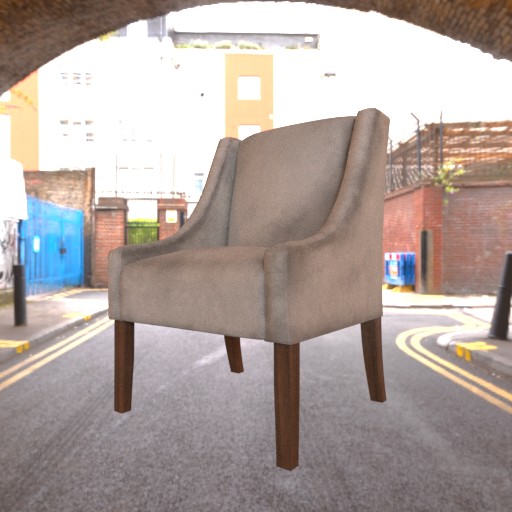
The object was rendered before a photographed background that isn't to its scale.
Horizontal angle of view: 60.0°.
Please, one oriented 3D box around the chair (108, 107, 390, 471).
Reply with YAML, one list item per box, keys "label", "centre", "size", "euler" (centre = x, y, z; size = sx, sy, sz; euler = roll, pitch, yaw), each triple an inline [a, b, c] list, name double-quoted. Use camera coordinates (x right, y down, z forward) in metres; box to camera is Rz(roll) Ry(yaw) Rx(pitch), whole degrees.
- label: "chair"
  centre: [0.000, 0.000, 1.332]
  size: [0.629, 0.895, 0.629]
  euler: [0, 0, 36]
